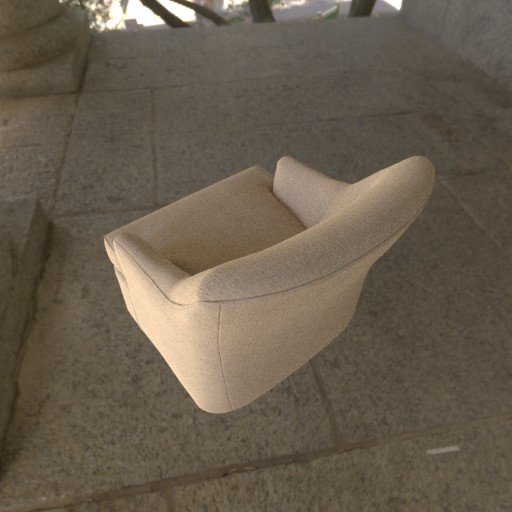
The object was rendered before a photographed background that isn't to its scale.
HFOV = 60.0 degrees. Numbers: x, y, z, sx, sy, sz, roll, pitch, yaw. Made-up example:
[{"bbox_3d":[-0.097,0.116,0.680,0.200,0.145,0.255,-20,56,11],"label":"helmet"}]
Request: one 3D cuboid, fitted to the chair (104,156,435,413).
[{"bbox_3d":[0.000,0.000,1.589,0.864,0.856,0.923,-30,52,-27],"label":"chair"}]
